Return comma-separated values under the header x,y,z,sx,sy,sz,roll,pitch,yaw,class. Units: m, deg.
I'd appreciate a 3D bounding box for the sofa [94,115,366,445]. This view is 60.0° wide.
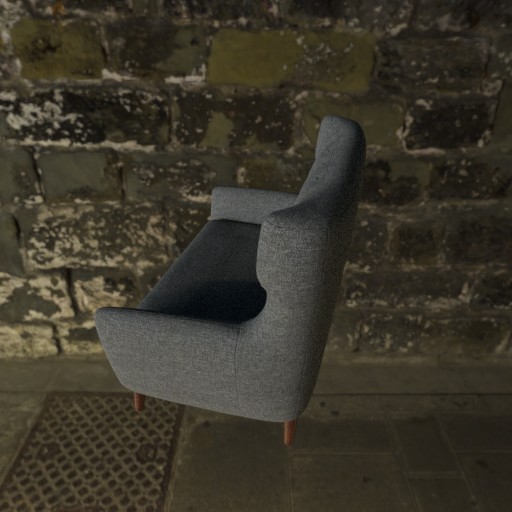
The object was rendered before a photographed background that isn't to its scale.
x,y,z,sx,sy,sz,roll,pitch,yaw,class
0.000,0.000,2.035,0.874,1.028,1.358,7,30,13,sofa
